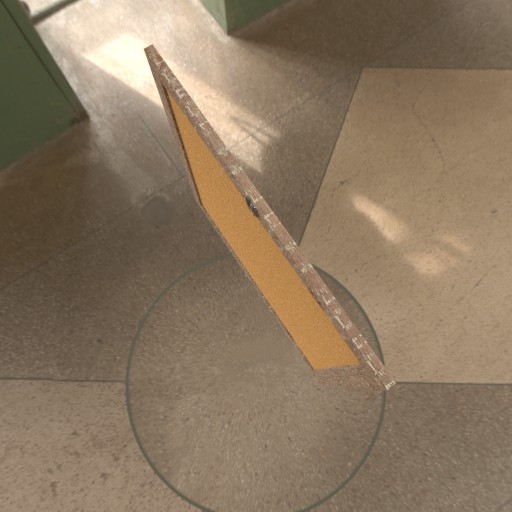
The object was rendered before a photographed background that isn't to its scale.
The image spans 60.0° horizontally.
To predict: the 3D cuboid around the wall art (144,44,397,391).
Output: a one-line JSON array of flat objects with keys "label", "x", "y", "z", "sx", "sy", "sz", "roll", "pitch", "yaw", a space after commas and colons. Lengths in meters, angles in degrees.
[{"label": "wall art", "x": 0.000, "y": 0.000, "z": 0.577, "sx": 0.012, "sy": 0.384, "sz": 0.384, "roll": -33, "pitch": 77, "yaw": -8}]
